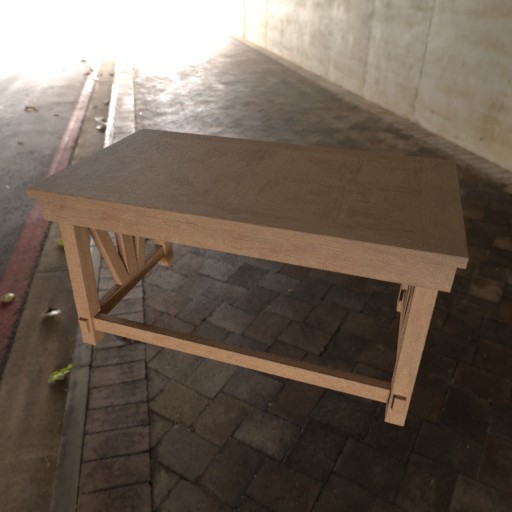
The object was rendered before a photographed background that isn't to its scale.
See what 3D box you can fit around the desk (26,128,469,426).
[{"bbox_3d":[0.000,0.000,1.940,1.499,0.762,0.813,10,33,16],"label":"desk"}]
